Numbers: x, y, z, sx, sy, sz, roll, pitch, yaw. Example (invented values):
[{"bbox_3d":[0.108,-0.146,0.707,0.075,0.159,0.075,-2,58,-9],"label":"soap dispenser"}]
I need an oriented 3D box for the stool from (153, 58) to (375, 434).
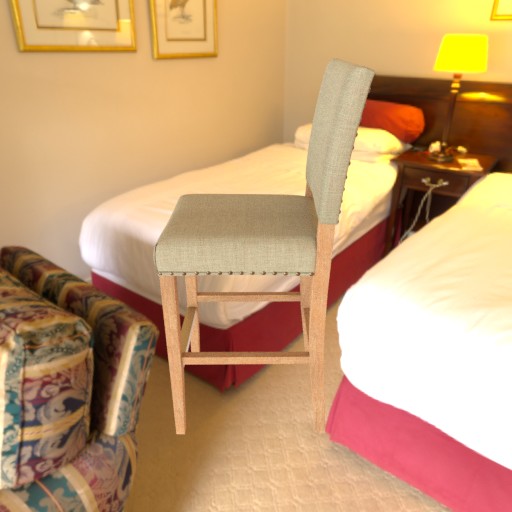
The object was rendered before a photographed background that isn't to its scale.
[{"bbox_3d":[0.000,0.000,1.495,0.585,1.203,0.445,0,26,1],"label":"stool"}]
